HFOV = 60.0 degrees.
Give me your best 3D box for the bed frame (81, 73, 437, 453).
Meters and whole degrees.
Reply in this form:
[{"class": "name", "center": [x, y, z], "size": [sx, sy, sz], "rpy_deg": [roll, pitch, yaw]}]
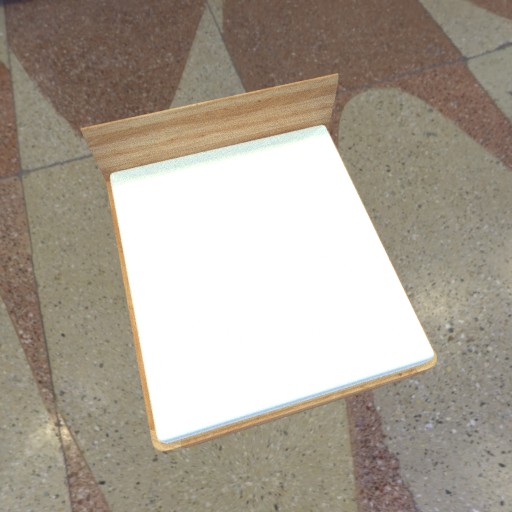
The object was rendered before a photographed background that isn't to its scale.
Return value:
[{"class": "bed frame", "center": [0.000, 0.000, 3.101], "size": [1.872, 0.940, 2.092], "rpy_deg": [-15, 64, -7]}]
